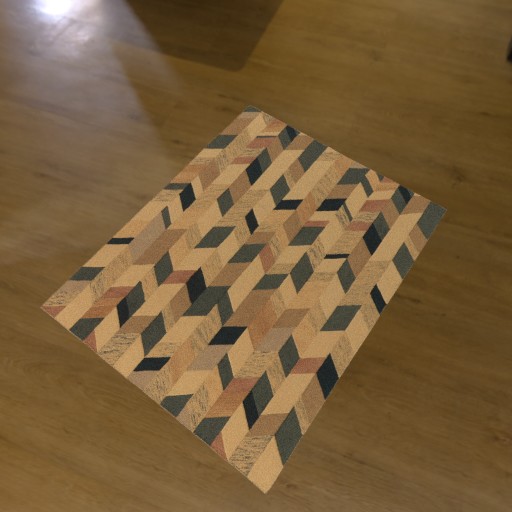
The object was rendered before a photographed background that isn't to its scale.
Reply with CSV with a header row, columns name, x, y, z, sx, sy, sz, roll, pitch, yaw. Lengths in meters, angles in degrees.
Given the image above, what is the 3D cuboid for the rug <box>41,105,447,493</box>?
name,x,y,z,sx,sy,sz,roll,pitch,yaw
rug,0.000,0.000,4.138,2.451,0.011,3.072,33,67,16
